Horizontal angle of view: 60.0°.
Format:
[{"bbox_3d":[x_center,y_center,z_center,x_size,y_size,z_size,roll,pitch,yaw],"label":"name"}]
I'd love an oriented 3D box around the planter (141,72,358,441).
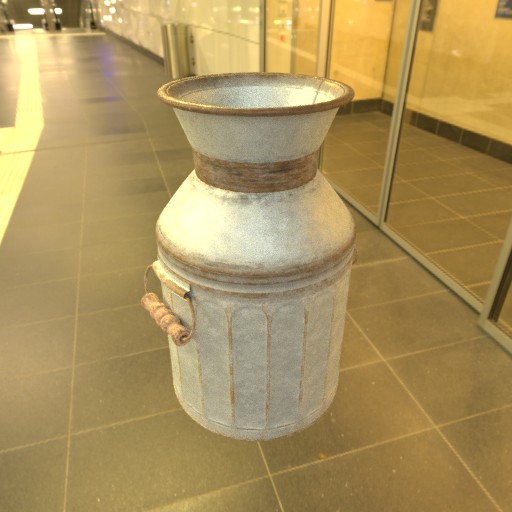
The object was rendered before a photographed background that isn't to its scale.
[{"bbox_3d":[0.000,0.000,0.494,0.248,0.358,0.215,-21,37,-31],"label":"planter"}]
